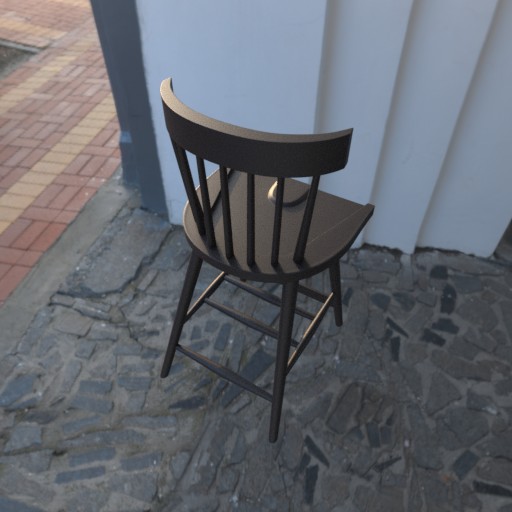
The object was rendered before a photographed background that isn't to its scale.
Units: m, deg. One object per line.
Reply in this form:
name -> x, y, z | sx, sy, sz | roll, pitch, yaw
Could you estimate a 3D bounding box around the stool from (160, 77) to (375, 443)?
stool -> 0.000, 0.000, 1.286 | 0.494, 0.953, 0.549 | 23, 50, 21
